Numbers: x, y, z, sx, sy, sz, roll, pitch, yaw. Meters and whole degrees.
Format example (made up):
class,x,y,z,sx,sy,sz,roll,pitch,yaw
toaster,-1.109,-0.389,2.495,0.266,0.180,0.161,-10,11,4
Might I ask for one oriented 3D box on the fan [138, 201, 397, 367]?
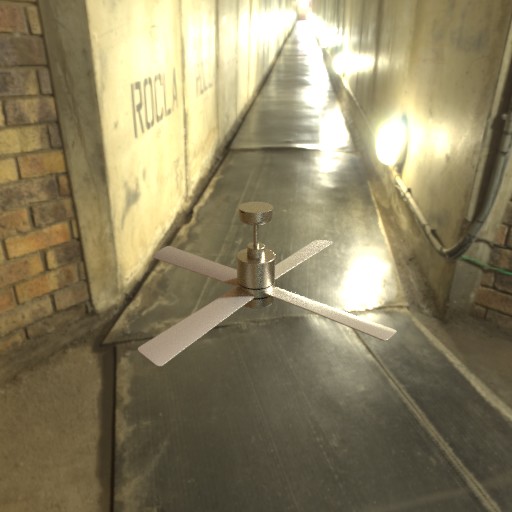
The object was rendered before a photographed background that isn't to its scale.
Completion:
class,x,y,z,sx,sy,sz,roll,pitch,yaw
fan,0.000,0.000,2.321,1.525,0.539,1.525,18,31,33
